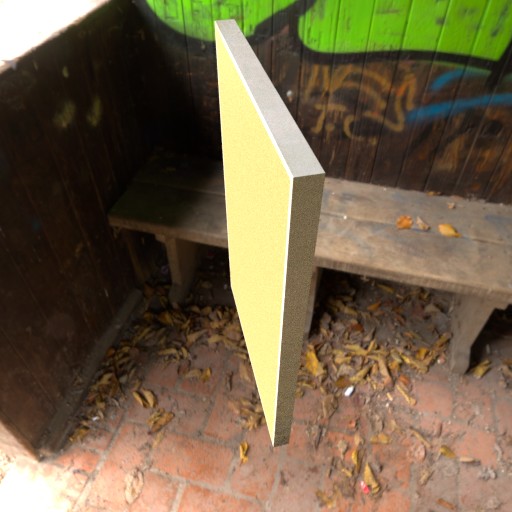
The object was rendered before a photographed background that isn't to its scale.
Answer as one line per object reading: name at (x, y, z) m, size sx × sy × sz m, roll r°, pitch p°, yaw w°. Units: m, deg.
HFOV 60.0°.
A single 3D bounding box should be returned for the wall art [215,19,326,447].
wall art at (0.000, 0.000, 0.934) m, size 0.038 × 0.764 × 0.508 m, roll -10°, pitch 47°, yaw -9°
